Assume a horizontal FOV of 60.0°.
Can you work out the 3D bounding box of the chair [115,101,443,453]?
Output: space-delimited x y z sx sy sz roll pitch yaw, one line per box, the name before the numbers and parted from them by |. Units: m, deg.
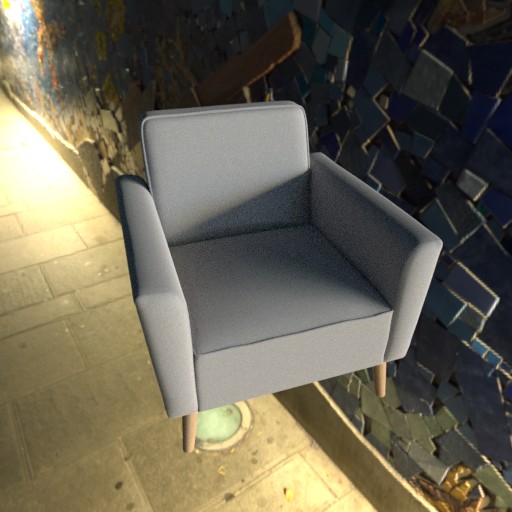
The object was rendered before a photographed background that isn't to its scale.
chair | 0.000 0.000 1.414 0.780 0.780 0.750 -10 33 -16
